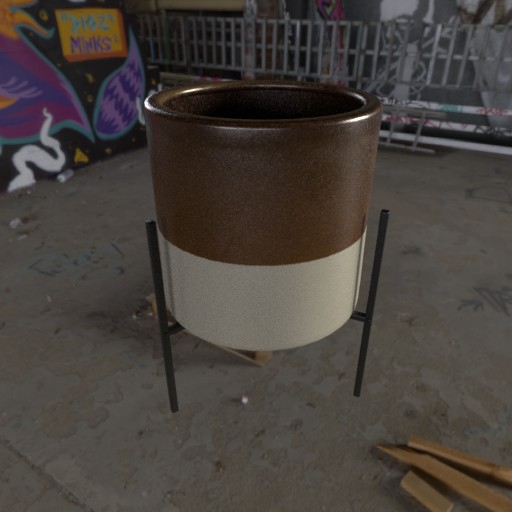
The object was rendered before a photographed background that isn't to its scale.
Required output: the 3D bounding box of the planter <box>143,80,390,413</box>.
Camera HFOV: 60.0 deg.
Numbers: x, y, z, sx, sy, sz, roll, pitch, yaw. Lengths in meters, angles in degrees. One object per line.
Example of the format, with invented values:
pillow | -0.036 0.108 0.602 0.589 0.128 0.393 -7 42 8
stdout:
planter | 0.000 0.000 0.550 0.269 0.375 0.255 -21 36 -32
